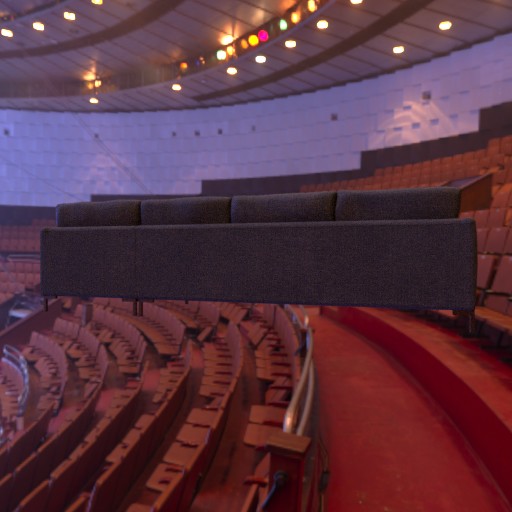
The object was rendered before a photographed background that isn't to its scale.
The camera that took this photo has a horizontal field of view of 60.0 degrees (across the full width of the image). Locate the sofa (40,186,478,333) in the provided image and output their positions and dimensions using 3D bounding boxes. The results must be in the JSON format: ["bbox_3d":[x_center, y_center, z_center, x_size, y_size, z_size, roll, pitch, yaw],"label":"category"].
[{"bbox_3d":[0.000,0.000,3.413,2.932,0.810,1.350,0,0,18],"label":"sofa"}]
